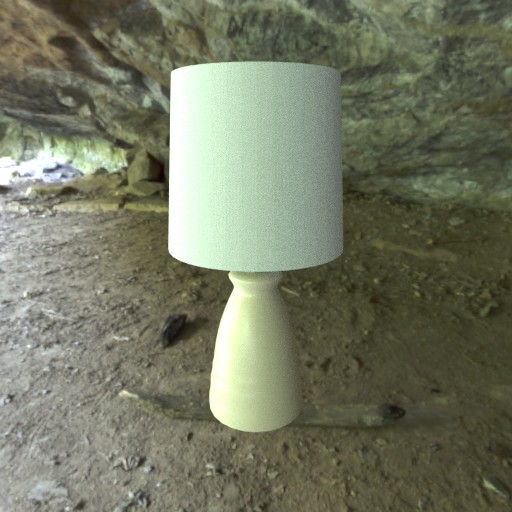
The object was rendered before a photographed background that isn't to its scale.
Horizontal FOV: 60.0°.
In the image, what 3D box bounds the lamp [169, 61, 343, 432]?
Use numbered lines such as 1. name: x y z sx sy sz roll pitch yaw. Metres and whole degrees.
1. lamp: 0.000 0.000 0.484 0.186 0.369 0.186 0 15 0
